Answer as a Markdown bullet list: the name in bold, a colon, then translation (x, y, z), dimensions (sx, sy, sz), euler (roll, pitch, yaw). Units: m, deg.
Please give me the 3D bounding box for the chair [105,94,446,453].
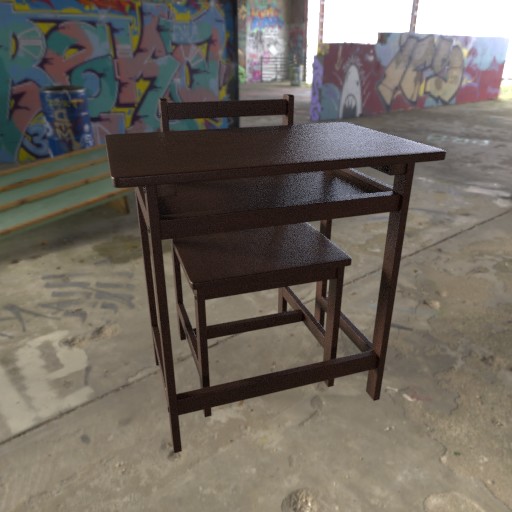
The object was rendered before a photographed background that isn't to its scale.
- **chair**: translation (0.000, 0.000, 1.042), dimensions (0.599, 0.673, 0.463), euler (-8, 26, -17)
